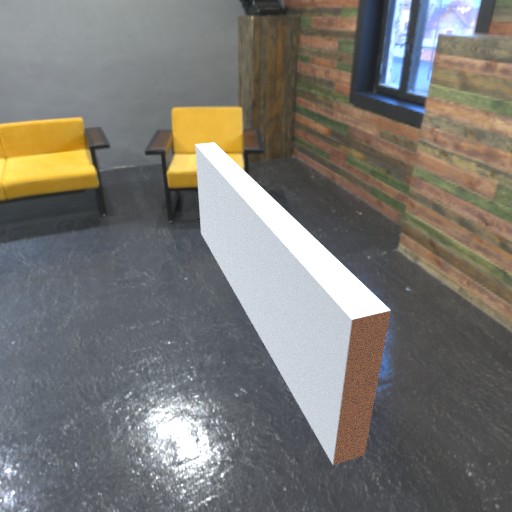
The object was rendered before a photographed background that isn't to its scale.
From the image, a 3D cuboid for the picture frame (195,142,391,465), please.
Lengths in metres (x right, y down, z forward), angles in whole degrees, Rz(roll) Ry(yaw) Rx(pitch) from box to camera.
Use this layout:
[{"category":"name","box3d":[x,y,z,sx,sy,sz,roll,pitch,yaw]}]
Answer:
[{"category":"picture frame","box3d":[0.000,0.000,0.865,0.050,0.250,0.759,-10,31,-17]}]
